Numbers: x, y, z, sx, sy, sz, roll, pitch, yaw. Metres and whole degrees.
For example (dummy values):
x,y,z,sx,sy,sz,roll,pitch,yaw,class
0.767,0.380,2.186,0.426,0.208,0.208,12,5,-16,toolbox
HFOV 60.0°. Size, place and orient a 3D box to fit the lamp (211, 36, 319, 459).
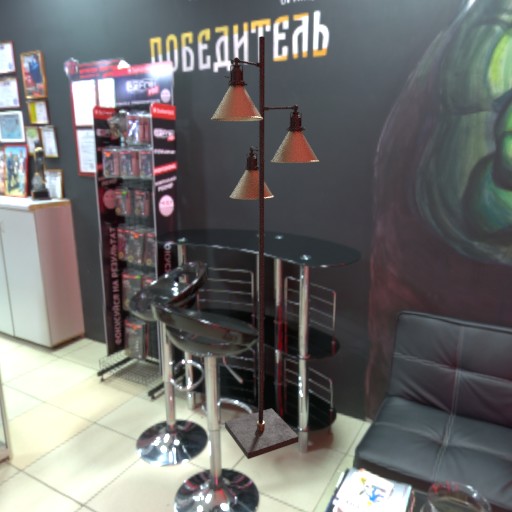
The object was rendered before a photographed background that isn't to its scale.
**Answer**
x,y,z,sx,sy,sz,roll,pitch,yaw,class
0.000,0.000,1.893,0.428,1.716,0.415,-7,15,-27,lamp
